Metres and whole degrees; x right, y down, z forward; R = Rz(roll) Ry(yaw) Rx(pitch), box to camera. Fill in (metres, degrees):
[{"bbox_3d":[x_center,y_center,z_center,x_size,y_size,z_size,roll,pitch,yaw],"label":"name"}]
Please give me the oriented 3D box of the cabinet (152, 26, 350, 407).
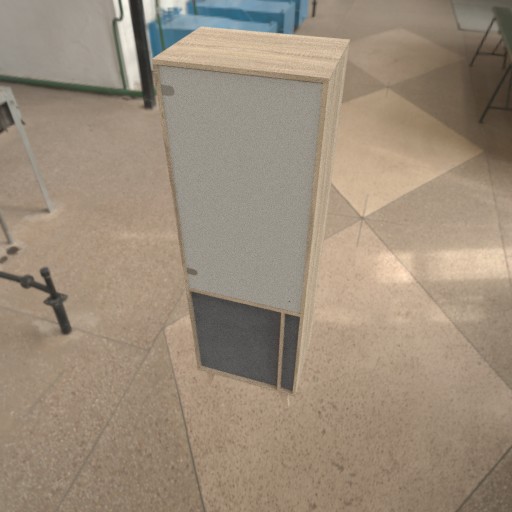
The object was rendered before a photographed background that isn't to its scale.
[{"bbox_3d":[0.000,0.000,2.098,0.570,1.850,0.400,12,43,13],"label":"cabinet"}]
